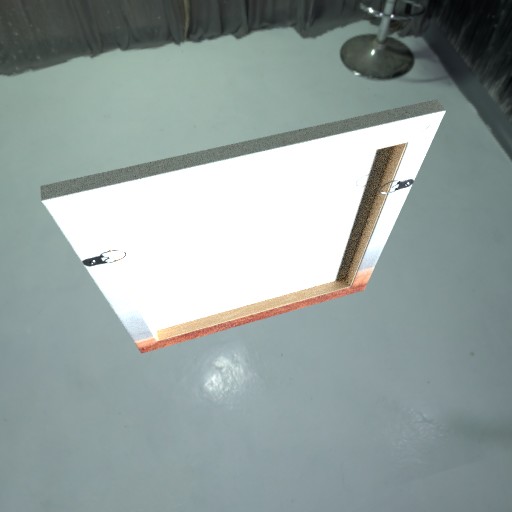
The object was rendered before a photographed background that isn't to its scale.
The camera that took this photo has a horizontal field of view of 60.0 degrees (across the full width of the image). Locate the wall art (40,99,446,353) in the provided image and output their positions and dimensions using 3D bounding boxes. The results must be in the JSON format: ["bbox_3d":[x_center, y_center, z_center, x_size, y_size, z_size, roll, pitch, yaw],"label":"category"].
[{"bbox_3d":[0.000,0.000,1.130,0.760,0.760,0.042,-15,60,-9],"label":"wall art"}]
